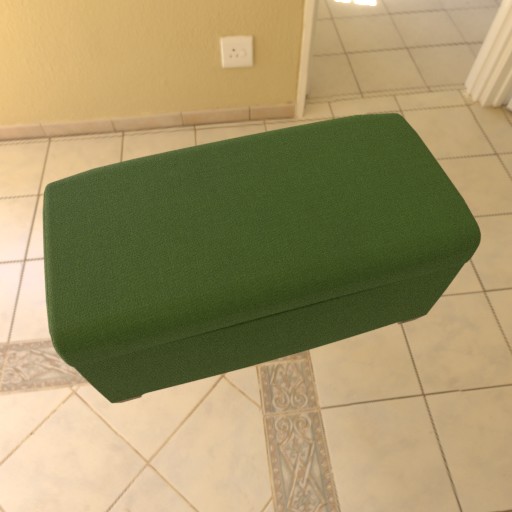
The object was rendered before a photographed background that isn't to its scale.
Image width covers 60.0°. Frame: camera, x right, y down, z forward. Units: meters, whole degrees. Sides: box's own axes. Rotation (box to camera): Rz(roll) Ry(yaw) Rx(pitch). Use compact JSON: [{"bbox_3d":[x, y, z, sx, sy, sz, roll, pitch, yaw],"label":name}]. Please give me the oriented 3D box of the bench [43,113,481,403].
[{"bbox_3d":[0.000,0.000,1.251,0.989,0.501,0.505,-14,58,-9],"label":"bench"}]
